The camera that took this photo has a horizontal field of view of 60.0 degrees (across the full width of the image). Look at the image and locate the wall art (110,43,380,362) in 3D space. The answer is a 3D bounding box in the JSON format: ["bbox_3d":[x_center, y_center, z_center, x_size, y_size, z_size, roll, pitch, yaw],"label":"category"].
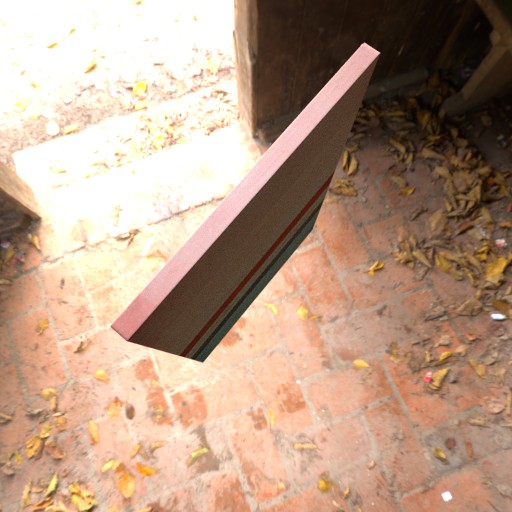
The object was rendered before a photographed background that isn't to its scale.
[{"bbox_3d":[0.000,0.000,1.119,0.038,0.914,0.610,38,78,10],"label":"wall art"}]
